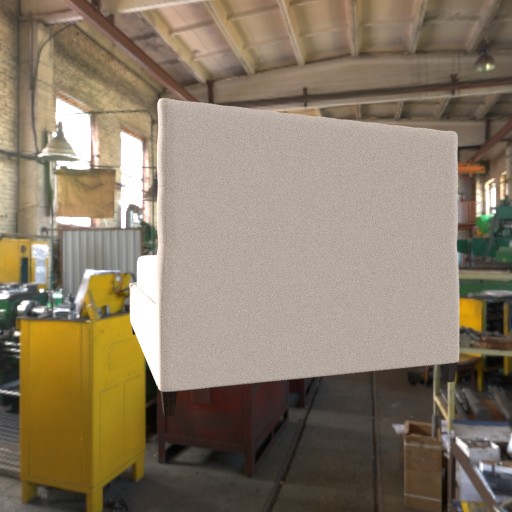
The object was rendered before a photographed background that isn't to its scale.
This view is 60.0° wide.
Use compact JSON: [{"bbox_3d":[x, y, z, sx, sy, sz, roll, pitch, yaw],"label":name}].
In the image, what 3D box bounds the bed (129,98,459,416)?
[{"bbox_3d":[0.000,0.000,3.277,1.696,1.426,2.233,0,0,-19],"label":"bed"}]
